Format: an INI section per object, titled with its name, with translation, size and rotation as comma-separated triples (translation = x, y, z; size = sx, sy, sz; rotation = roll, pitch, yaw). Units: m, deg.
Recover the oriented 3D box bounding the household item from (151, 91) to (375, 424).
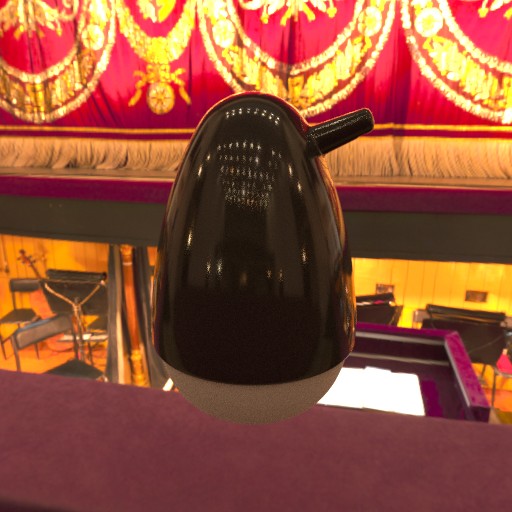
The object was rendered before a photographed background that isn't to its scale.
[household item]
translation = 0.000, 0.000, 0.217
size = 0.104, 0.152, 0.102
rotation = 3, 15, 10
